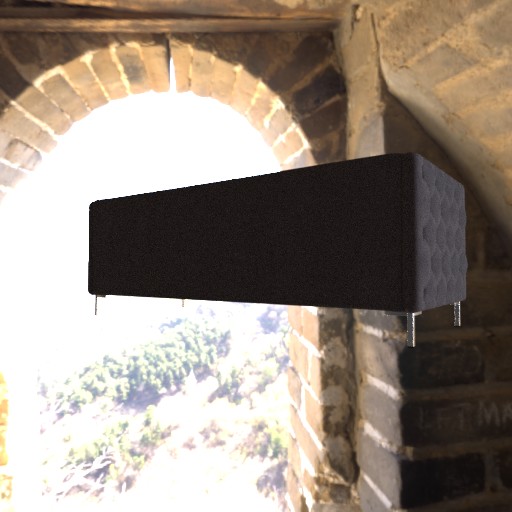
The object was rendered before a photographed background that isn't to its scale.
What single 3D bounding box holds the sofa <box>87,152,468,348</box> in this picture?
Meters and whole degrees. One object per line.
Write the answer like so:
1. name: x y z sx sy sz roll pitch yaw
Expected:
1. sofa: 0.000 0.000 2.671 2.209 0.771 0.895 -1 -2 36
